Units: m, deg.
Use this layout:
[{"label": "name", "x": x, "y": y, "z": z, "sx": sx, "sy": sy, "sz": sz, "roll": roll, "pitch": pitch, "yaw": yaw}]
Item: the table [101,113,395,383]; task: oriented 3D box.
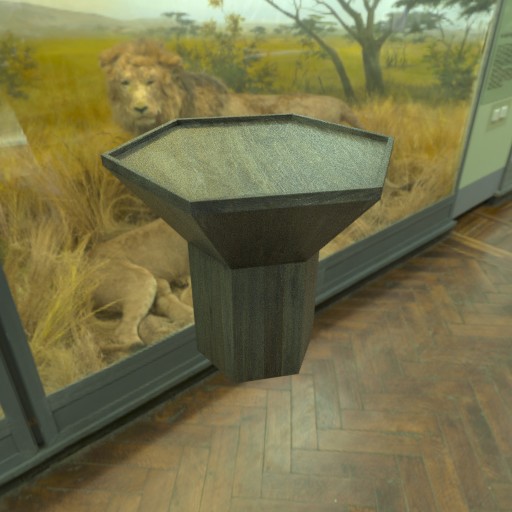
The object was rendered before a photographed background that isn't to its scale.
[{"label": "table", "x": 0.000, "y": 0.000, "z": 1.162, "sx": 0.592, "sy": 0.586, "sz": 0.683, "roll": 10, "pitch": 32, "yaw": 16}]
